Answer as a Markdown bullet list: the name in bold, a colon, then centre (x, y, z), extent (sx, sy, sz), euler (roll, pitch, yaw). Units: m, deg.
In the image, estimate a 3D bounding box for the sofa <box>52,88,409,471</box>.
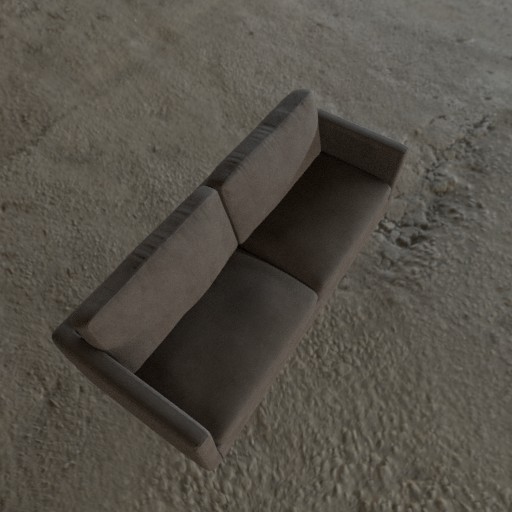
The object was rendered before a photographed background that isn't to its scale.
- **sofa**: centre (0.000, 0.000, 2.700), extent (0.951, 0.965, 2.208), euler (30, 62, 18)
